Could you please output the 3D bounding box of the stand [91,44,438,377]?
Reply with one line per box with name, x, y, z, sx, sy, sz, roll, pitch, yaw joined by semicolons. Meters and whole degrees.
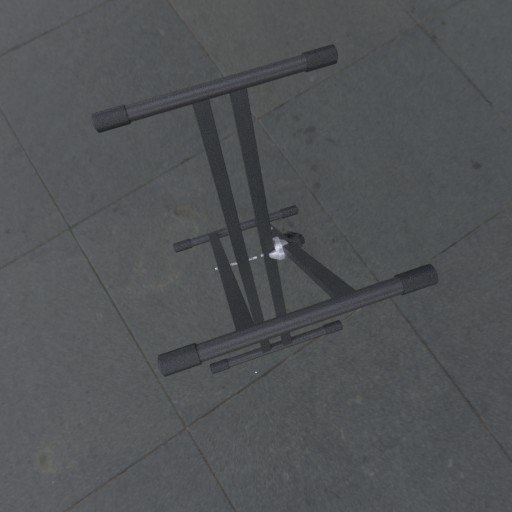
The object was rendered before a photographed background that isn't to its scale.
stand;0.000;0.000;1.211;0.495;0.900;0.503;-18;76;-5
